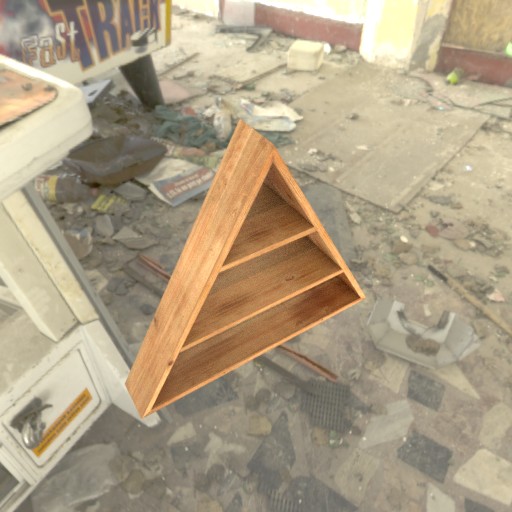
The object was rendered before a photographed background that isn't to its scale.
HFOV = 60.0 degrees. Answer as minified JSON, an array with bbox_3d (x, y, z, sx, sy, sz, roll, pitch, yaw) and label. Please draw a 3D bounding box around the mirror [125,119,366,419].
[{"bbox_3d":[0.000,0.000,0.893,0.631,0.548,0.100,-23,48,-23],"label":"mirror"}]
